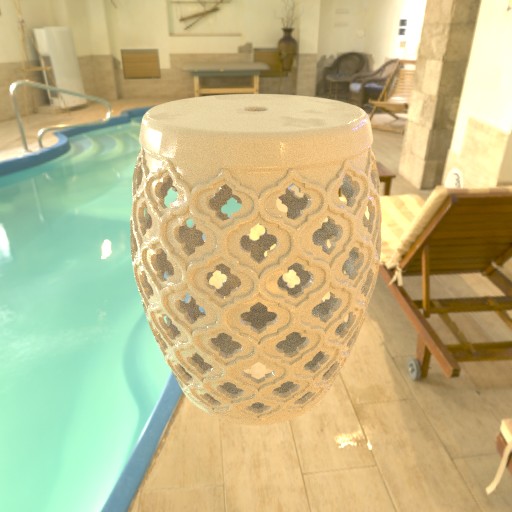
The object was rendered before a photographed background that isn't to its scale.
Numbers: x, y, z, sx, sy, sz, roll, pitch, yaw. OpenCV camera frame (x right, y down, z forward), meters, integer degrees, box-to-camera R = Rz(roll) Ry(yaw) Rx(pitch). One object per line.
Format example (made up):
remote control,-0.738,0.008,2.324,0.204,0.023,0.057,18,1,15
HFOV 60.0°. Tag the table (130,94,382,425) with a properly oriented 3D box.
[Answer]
table,0.000,0.000,0.607,0.325,0.388,0.325,0,28,0
